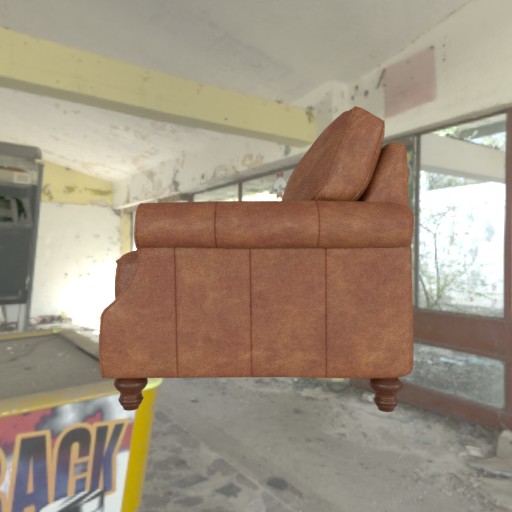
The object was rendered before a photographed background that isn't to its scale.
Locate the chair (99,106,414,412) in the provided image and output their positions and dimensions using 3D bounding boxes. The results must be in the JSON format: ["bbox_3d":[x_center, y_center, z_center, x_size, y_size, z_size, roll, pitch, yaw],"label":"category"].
[{"bbox_3d":[0.000,0.000,1.745,0.986,0.962,0.983,0,0,1],"label":"chair"}]
